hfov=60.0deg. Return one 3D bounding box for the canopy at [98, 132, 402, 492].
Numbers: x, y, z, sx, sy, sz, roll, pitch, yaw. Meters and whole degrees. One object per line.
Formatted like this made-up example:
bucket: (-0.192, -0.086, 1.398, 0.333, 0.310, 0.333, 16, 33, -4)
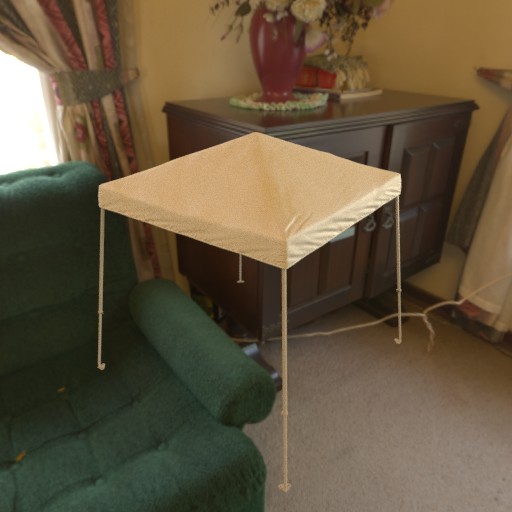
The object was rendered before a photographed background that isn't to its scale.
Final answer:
canopy: (0.000, 0.000, 6.580, 3.599, 3.600, 3.600, 18, 31, 33)
